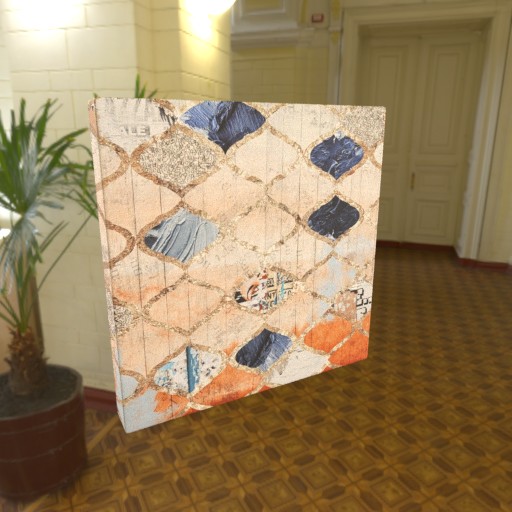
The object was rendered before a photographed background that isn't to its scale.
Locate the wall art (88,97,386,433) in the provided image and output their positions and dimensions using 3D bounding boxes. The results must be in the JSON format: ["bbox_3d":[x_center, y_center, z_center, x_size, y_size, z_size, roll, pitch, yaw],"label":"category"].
[{"bbox_3d":[0.000,0.000,0.466,0.303,0.304,0.036,-8,18,-28],"label":"wall art"}]
